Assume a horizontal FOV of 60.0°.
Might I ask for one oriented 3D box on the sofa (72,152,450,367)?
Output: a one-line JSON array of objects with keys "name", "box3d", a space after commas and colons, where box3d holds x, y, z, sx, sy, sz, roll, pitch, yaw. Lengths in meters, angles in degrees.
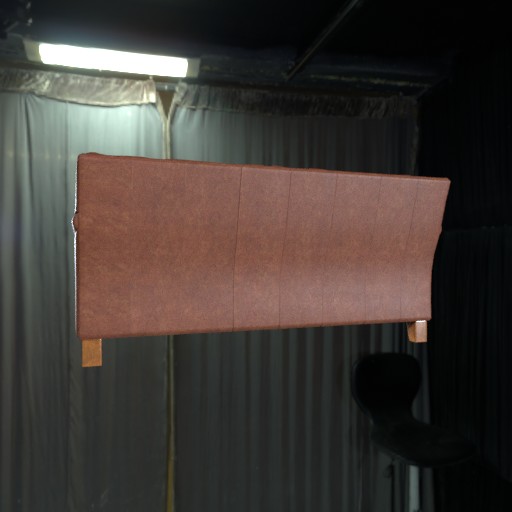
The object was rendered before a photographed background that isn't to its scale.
[{"name": "sofa", "box3d": [0.000, 0.000, 2.801, 2.144, 1.071, 1.147, 0, 0, -18]}]
